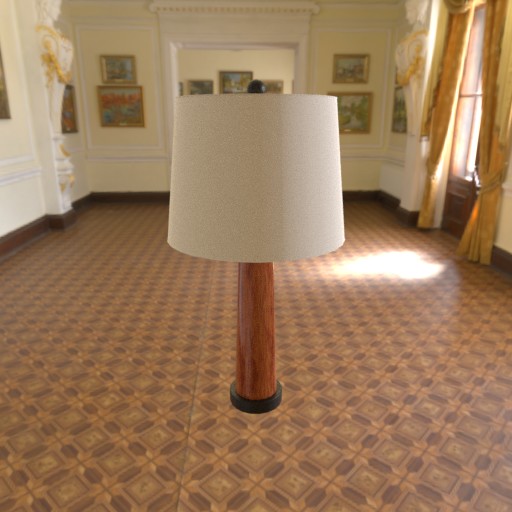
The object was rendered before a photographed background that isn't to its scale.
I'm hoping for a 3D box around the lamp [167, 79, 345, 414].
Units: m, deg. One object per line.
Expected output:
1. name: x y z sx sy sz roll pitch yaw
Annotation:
1. lamp: 0.000 0.000 0.897 0.349 0.667 0.349 0 17 0
